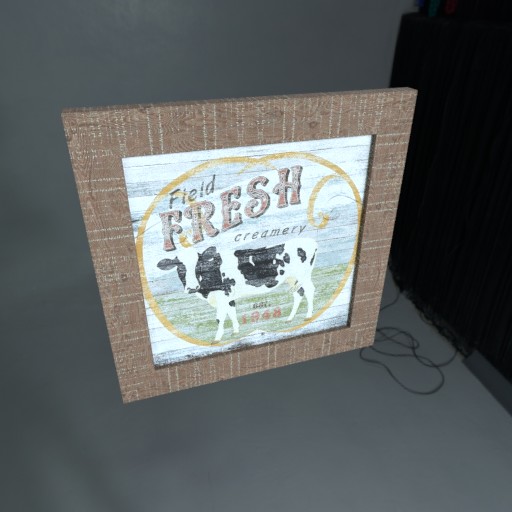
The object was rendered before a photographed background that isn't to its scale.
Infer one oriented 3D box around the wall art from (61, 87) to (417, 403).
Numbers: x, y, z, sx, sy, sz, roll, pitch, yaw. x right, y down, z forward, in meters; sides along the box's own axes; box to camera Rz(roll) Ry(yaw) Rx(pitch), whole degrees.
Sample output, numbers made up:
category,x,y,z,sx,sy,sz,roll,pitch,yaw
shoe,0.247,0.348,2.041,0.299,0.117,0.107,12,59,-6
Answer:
category,x,y,z,sx,sy,sz,roll,pitch,yaw
wall art,0.000,0.000,0.780,0.531,0.531,0.029,-9,32,-15
